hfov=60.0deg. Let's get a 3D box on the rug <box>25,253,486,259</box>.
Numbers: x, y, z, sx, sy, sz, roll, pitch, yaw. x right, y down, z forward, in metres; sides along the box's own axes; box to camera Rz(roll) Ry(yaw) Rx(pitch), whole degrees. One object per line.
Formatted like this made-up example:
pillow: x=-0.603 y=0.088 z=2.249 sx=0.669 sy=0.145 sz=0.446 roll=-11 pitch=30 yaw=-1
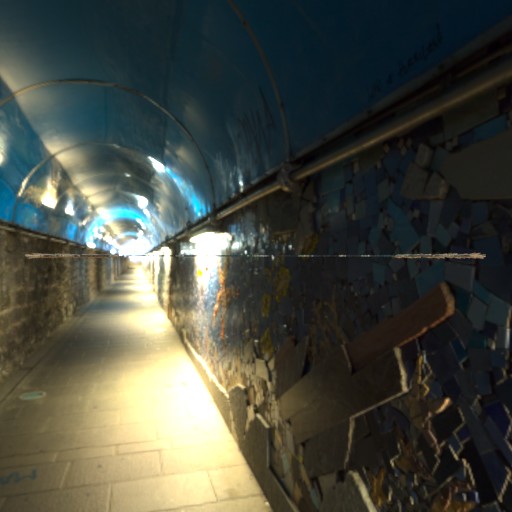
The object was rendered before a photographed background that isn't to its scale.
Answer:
rug: x=0.000 y=0.000 z=2.427 sx=1.936 sy=0.028 sz=1.181 roll=0 pitch=0 yaw=1
